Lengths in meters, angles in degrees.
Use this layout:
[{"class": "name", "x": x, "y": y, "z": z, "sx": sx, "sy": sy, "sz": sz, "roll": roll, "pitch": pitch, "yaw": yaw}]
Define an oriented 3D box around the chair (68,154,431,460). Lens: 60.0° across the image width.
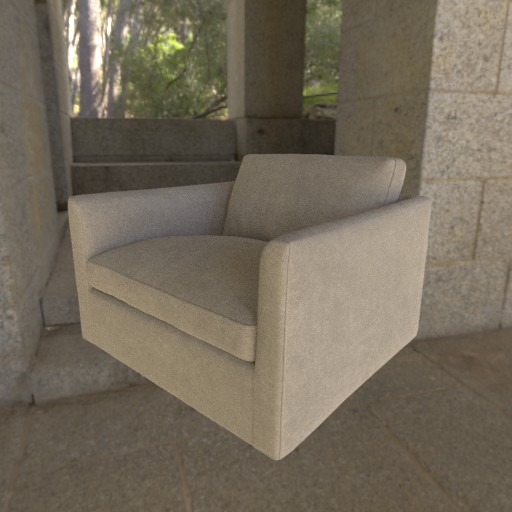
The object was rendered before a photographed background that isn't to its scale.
[{"class": "chair", "x": 0.000, "y": 0.000, "z": 1.877, "sx": 1.190, "sy": 0.845, "sz": 1.091, "roll": 14, "pitch": 21, "yaw": 41}]
